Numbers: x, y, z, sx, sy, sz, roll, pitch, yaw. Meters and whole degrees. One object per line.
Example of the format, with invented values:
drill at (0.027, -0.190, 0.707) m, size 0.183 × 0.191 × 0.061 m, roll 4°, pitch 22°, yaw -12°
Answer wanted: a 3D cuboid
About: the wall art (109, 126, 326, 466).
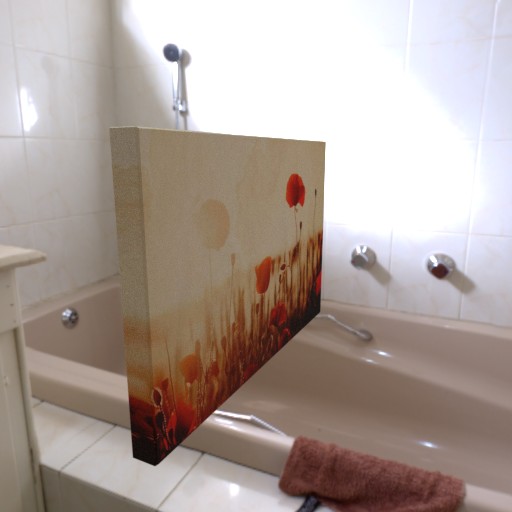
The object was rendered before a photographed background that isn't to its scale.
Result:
wall art at (0.000, 0.000, 0.773) m, size 0.040 × 0.402 × 0.613 m, roll 7°, pitch 14°, yaw 26°
